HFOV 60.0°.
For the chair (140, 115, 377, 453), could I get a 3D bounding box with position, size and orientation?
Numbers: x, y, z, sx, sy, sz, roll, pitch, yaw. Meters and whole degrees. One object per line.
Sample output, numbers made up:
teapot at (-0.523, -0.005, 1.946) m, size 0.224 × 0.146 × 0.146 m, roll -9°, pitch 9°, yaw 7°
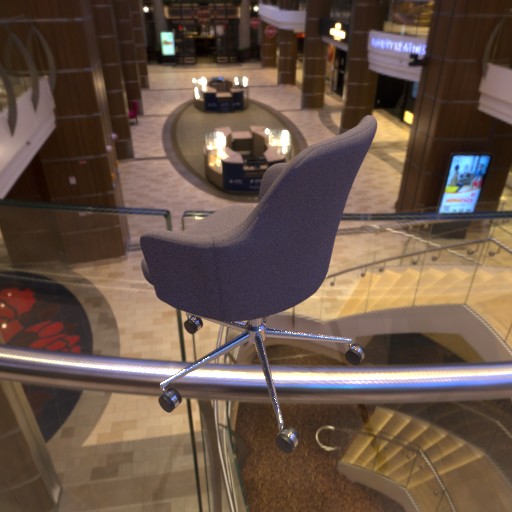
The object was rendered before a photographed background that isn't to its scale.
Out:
chair at (0.000, 0.000, 1.274) m, size 0.600 × 0.820 × 0.655 m, roll 20°, pitch 37°, yaw 29°
